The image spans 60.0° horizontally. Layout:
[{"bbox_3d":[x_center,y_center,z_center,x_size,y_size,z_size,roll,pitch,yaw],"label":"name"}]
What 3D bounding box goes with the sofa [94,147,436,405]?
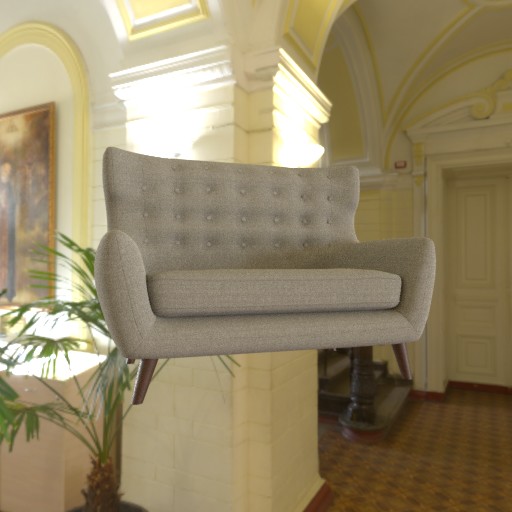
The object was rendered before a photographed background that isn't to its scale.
[{"bbox_3d":[0.000,0.000,2.044,1.386,1.028,0.884,0,-1,-18],"label":"sofa"}]
